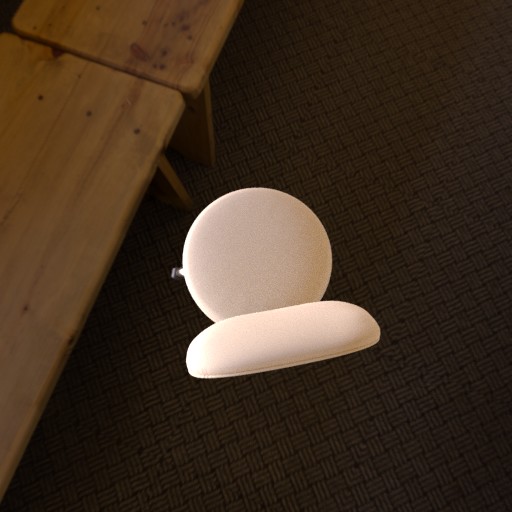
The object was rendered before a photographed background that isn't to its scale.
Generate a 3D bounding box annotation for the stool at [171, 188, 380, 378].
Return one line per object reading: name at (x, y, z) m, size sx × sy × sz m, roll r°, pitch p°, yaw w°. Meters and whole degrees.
stool at (0.000, 0.000, 1.256) m, size 0.609 × 0.810 × 0.616 m, roll -10°, pitch 76°, yaw -2°
